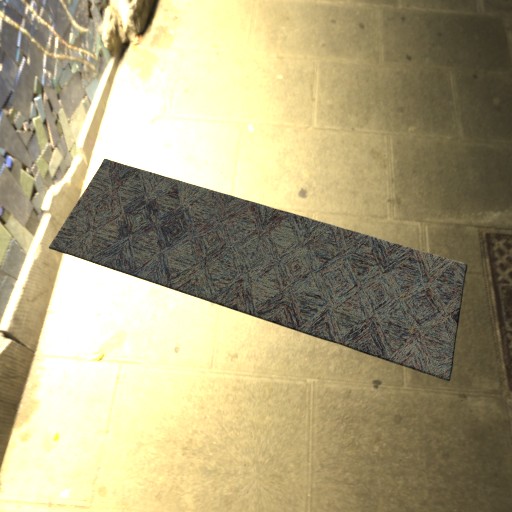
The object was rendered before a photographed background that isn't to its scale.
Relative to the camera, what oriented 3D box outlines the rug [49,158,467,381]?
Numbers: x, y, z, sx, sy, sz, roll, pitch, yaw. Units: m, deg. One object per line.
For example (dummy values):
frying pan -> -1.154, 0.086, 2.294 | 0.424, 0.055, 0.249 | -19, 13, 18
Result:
rug -> 0.000, 0.000, 2.522 | 2.292, 0.015, 0.688 | 17, 65, 8
